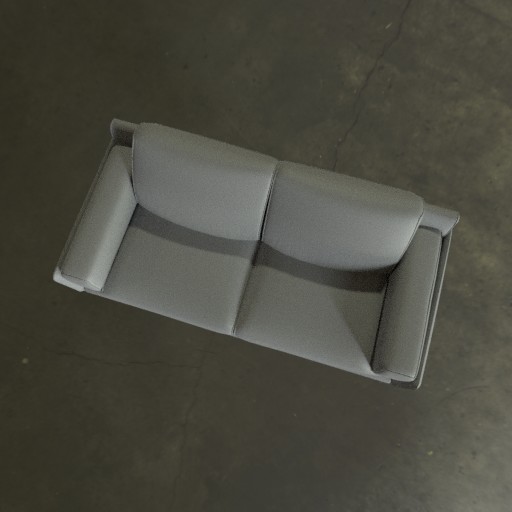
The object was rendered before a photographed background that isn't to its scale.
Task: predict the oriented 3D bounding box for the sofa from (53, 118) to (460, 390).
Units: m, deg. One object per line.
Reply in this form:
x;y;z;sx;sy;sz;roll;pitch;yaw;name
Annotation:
0.000;0.000;2.603;2.100;0.900;0.969;16;77;4;sofa
